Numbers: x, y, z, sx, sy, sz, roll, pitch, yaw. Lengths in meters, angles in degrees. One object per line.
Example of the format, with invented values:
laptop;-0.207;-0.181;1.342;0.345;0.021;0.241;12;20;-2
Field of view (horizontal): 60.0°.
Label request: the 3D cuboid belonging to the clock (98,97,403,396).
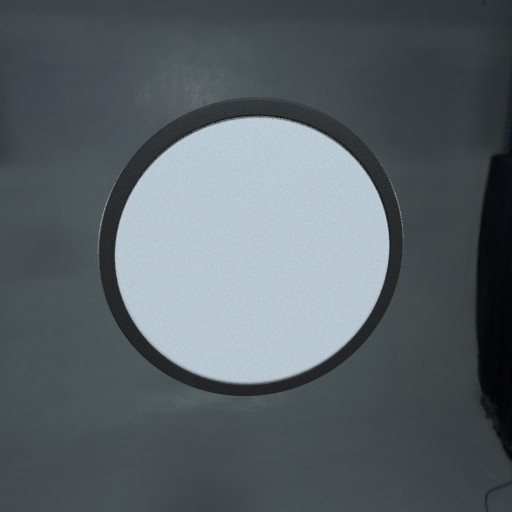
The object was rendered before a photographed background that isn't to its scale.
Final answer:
clock;0.000;0.000;0.437;0.293;0.293;0.040;-2;15;-8
